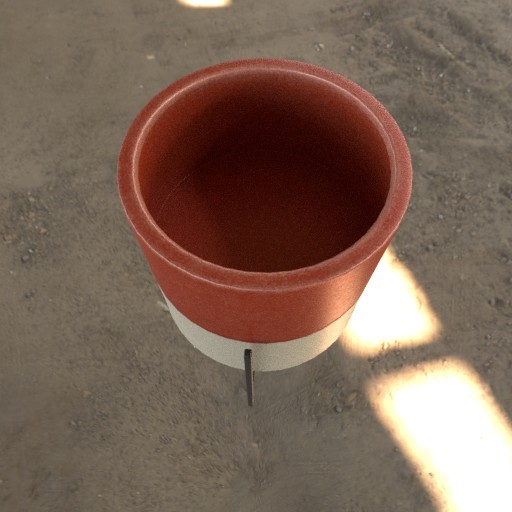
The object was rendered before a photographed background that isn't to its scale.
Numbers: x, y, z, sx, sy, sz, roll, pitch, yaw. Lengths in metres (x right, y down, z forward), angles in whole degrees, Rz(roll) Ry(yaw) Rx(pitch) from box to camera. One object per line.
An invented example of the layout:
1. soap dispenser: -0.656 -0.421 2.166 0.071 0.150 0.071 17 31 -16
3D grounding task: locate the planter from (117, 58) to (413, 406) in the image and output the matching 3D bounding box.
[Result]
1. planter: 0.000 0.000 0.508 0.251 0.354 0.235 31 66 15
